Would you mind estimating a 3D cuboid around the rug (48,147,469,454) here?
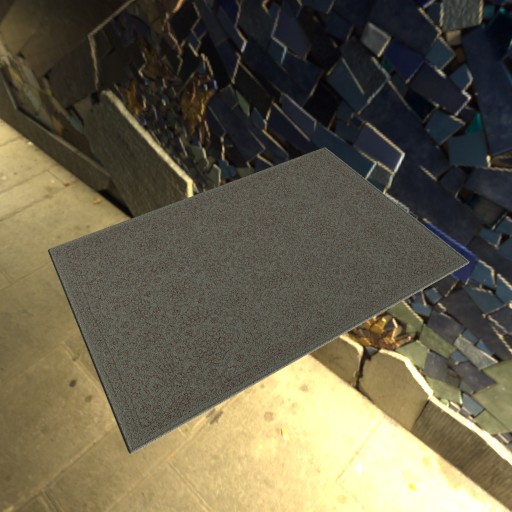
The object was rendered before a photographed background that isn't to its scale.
[{"bbox_3d":[0.000,0.000,2.303,1.829,0.010,1.219,-24,52,-21],"label":"rug"}]
